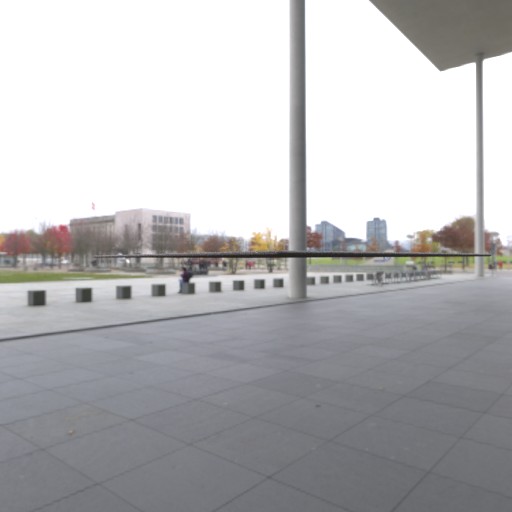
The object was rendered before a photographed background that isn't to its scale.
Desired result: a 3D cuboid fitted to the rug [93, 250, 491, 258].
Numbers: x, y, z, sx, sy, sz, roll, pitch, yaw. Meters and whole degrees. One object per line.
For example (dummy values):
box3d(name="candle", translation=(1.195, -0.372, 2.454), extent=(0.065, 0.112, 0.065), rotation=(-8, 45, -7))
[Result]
box3d(name="rug", translation=(0.000, 0.000, 3.046), extent=(1.524, 0.015, 2.438), rotation=(0, -1, -35))
